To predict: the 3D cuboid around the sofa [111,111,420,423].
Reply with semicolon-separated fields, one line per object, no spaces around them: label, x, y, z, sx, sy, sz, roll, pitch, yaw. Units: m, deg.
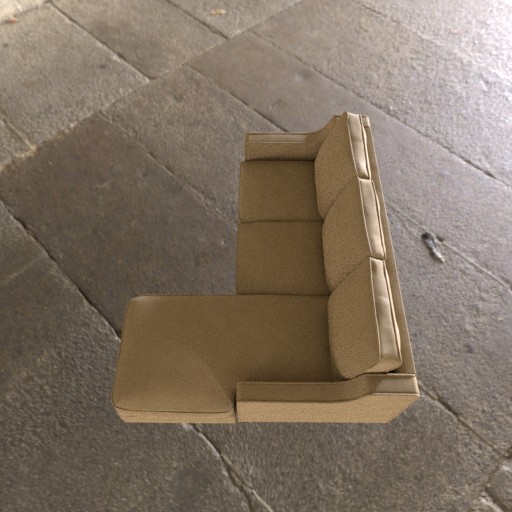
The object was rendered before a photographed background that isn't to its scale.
sofa;0.000;0.000;3.350;1.858;1.066;2.317;0;58;0
